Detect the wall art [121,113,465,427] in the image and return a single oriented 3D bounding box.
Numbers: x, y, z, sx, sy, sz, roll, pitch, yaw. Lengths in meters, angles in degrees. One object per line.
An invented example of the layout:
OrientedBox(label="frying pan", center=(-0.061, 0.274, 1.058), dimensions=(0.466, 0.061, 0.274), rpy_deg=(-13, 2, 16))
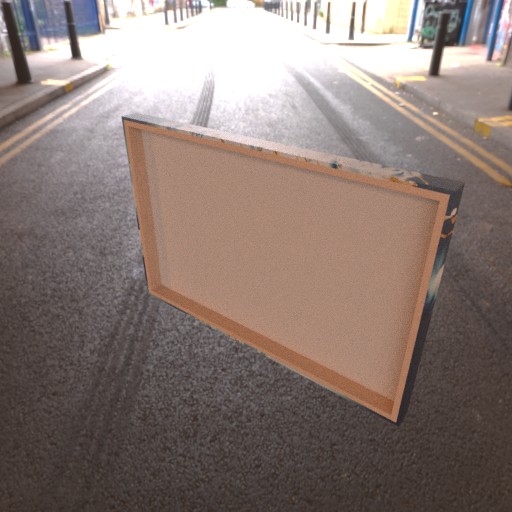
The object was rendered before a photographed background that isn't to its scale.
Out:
OrientedBox(label="wall art", center=(0.000, 0.000, 0.784), dimensions=(0.607, 0.405, 0.036), rpy_deg=(21, 36, 32))
